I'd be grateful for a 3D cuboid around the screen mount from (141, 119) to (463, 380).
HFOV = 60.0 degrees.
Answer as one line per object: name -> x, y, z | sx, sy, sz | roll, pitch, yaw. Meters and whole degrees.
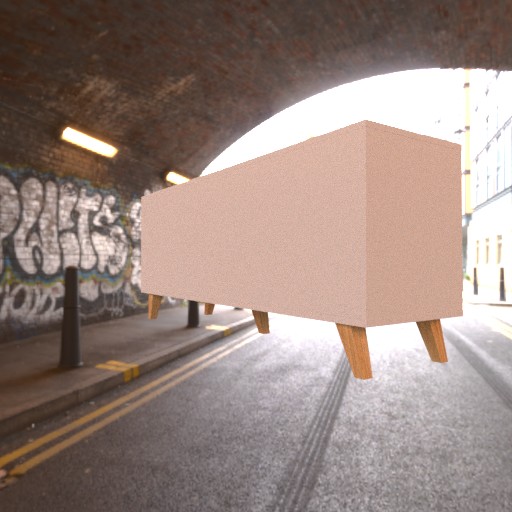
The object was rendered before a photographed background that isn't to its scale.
screen mount -> 0.000, 0.000, 1.757 | 0.400, 0.619, 1.490 | 1, -1, -34
